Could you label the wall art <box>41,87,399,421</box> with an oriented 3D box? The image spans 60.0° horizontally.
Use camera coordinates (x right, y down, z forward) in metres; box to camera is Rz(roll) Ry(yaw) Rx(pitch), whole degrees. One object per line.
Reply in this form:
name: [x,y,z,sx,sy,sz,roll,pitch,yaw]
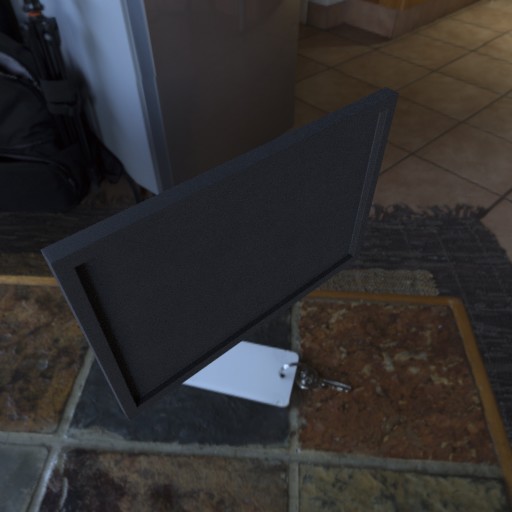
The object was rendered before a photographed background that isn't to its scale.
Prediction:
wall art: [0.000,0.000,0.564,0.443,0.301,0.021,-31,54,-26]
